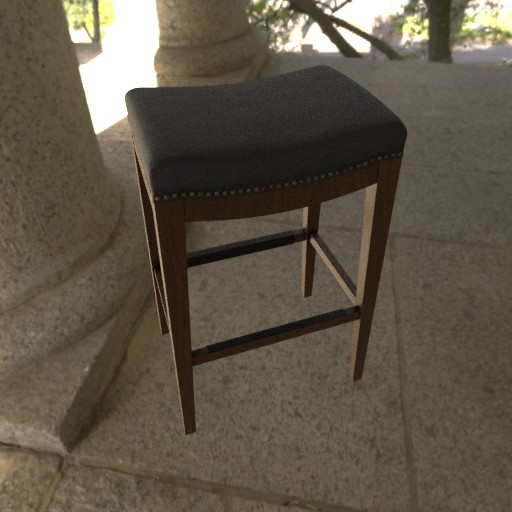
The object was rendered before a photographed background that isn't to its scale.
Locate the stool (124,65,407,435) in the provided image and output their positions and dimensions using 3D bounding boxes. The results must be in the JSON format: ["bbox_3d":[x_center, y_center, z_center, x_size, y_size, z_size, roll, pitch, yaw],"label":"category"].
[{"bbox_3d":[0.000,0.000,1.053,0.500,0.765,0.361,-13,43,-14],"label":"stool"}]
